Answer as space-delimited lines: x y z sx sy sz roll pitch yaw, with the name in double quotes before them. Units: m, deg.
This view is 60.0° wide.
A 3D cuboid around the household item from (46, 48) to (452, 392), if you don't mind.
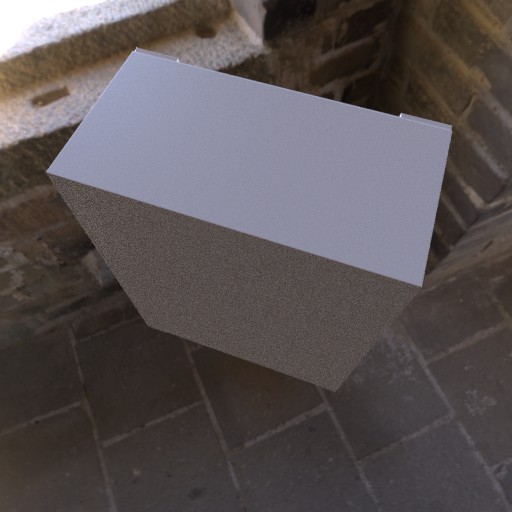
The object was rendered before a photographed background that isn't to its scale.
"household item" 0.000 0.000 1.410 0.790 1.010 0.420 17 64 9
